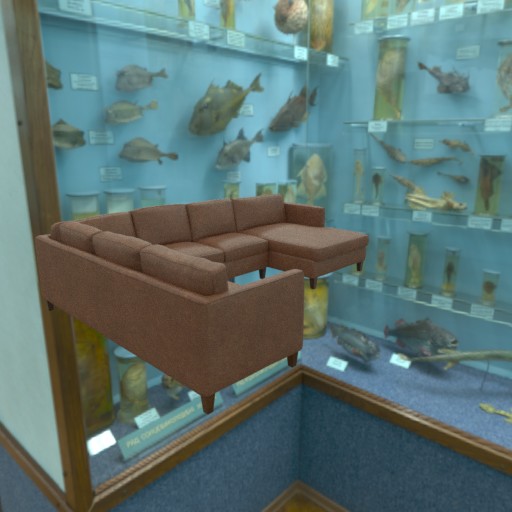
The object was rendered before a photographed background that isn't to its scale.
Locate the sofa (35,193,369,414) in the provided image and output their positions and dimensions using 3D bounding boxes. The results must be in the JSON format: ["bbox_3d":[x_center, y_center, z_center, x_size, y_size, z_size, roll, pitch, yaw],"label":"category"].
[{"bbox_3d":[0.000,0.000,4.592,2.593,0.923,3.460,14,20,42],"label":"sofa"}]
